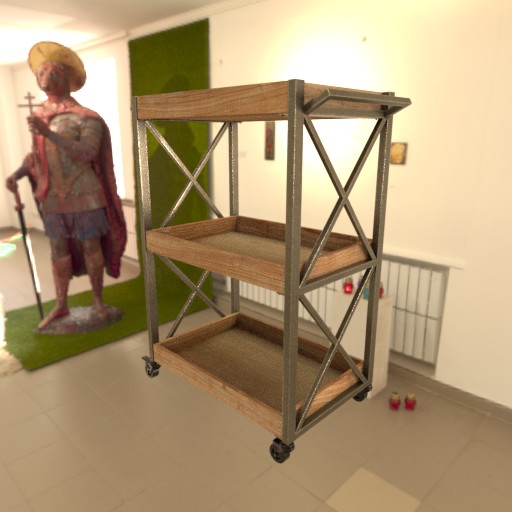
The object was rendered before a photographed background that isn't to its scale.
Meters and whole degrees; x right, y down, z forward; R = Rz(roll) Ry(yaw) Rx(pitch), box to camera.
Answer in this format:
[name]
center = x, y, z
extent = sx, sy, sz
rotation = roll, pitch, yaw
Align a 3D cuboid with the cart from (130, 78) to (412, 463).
[cart]
center = 0.000, 0.000, 1.216
extent = 0.673, 0.835, 0.377
rotation = 14, 21, 42
